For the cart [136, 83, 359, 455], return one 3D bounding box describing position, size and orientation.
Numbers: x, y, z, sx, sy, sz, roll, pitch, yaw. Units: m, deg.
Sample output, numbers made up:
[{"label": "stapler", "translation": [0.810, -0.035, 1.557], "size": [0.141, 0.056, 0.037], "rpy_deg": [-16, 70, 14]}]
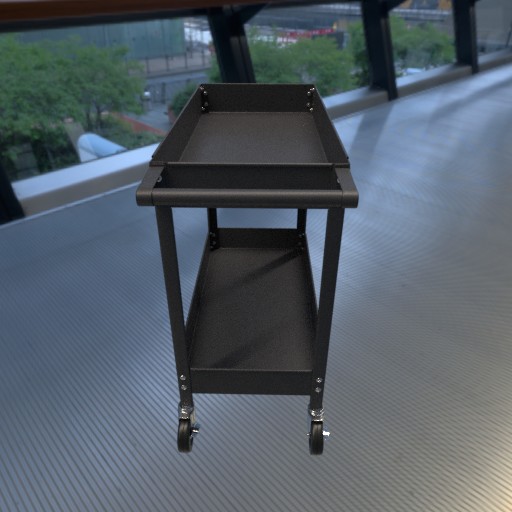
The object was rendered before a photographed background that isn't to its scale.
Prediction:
[{"label": "cart", "translation": [0.000, 0.000, 1.166], "size": [0.366, 0.719, 0.779], "rpy_deg": [1, 32, 1]}]
